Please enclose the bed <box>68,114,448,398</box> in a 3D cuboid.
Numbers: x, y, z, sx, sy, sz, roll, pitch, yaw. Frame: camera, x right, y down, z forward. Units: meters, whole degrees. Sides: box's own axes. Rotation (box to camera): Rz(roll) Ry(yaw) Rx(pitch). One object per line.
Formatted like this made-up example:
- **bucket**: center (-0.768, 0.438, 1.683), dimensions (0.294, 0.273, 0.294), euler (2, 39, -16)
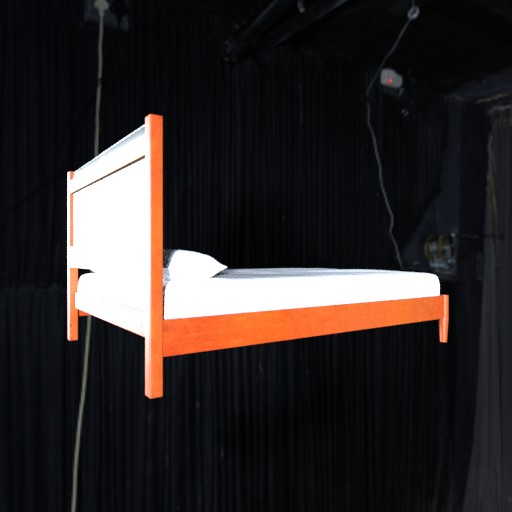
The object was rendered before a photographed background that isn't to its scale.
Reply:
- **bed**: center (0.000, 0.000, 3.045), dimensions (2.117, 1.165, 1.566), euler (0, 0, -35)
